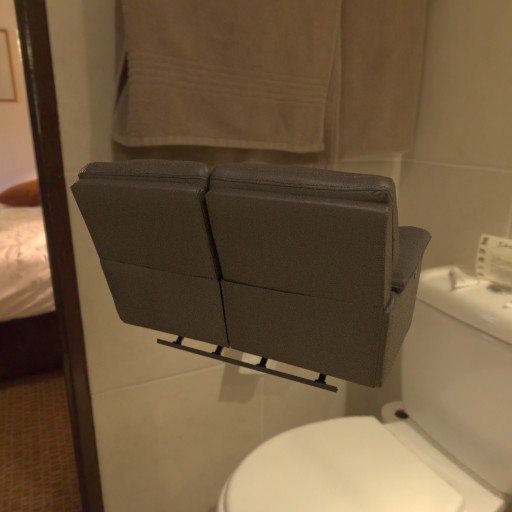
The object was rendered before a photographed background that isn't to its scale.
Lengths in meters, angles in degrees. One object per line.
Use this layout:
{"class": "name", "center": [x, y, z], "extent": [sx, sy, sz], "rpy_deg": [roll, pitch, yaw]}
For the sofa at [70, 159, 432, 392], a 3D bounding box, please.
{"class": "sofa", "center": [0.000, 0.000, 2.522], "extent": [1.765, 1.111, 1.104], "rpy_deg": [8, 19, 26]}
